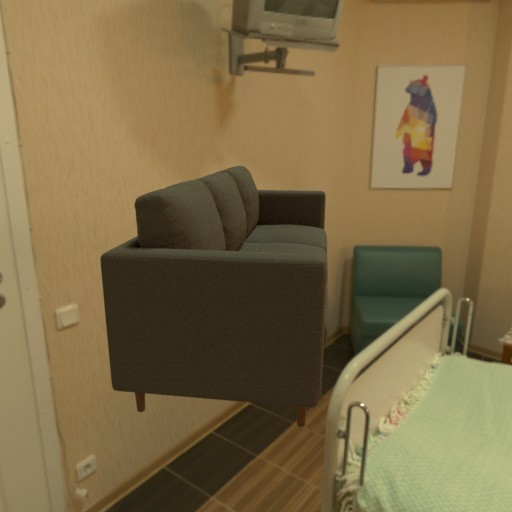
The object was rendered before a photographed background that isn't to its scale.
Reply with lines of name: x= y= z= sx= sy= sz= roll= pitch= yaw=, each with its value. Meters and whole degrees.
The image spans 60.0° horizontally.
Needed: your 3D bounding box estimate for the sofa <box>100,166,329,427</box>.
sofa: x=0.000 y=0.000 z=2.495 sx=0.802 sy=0.912 sz=2.029 roll=2 pitch=15 yaw=8
